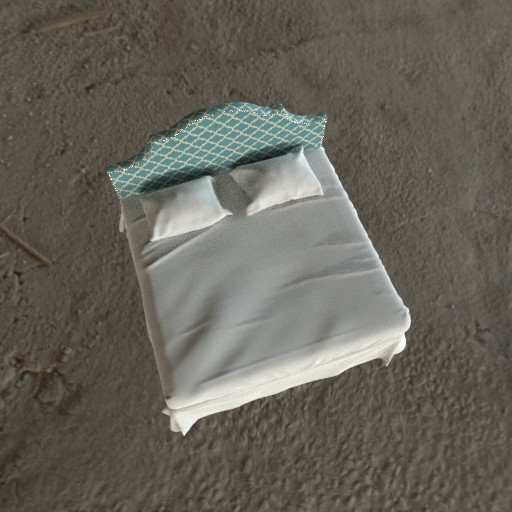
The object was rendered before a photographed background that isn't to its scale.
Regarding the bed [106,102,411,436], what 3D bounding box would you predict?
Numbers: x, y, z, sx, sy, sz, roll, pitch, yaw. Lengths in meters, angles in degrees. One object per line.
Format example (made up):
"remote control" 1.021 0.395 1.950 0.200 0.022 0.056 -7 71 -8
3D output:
"bed" 0.000 0.000 3.772 2.314 1.601 2.222 -16 64 -8
